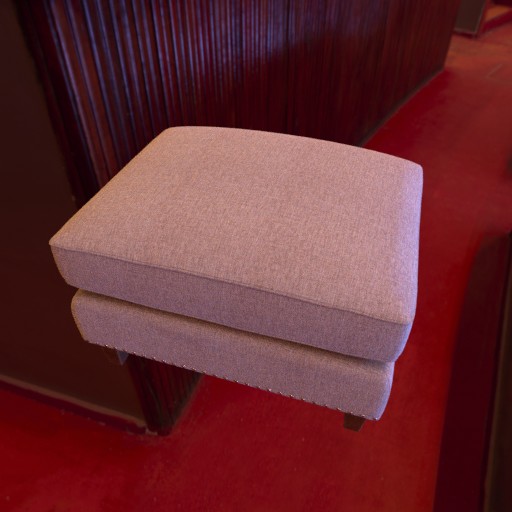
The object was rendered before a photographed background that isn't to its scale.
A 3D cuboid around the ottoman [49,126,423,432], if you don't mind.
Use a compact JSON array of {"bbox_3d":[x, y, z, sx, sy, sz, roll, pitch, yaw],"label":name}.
[{"bbox_3d":[0.000,0.000,1.146,0.741,0.513,0.584,12,43,13],"label":"ottoman"}]
